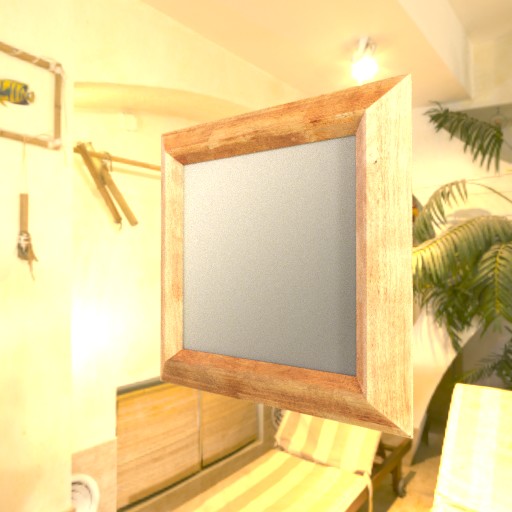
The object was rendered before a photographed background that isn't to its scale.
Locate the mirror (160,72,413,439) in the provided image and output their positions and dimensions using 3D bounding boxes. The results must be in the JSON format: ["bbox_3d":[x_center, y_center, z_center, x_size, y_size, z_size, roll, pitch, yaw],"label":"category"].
[{"bbox_3d":[0.000,0.000,0.958,0.651,0.651,0.047,-1,-1,36],"label":"mirror"}]
